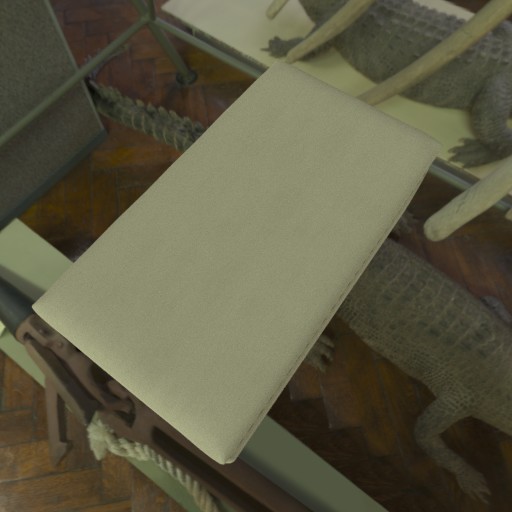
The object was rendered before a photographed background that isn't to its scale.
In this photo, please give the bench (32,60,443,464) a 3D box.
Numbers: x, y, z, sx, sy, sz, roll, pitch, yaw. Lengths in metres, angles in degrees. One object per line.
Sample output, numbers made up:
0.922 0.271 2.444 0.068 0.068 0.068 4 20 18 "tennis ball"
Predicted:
0.000 0.000 1.170 0.500 0.449 0.887 33 69 15 "bench"
